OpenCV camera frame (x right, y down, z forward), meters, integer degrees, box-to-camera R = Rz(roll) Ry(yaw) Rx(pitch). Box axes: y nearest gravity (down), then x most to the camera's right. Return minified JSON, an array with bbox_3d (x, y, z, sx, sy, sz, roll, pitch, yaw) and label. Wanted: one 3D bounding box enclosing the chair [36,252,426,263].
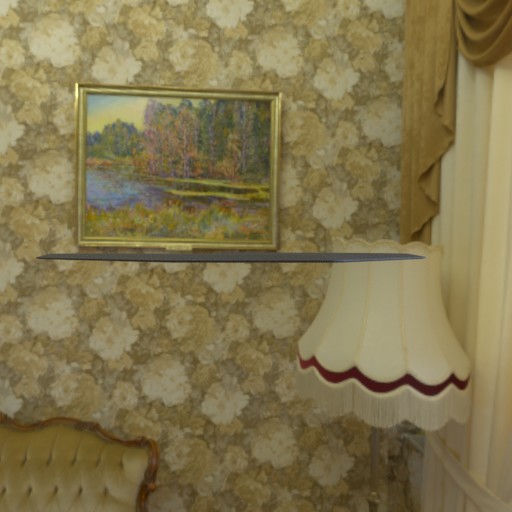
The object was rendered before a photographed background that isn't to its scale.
[{"bbox_3d":[0.000,0.000,1.930,1.219,0.024,1.372,1,1,39],"label":"chair"}]
